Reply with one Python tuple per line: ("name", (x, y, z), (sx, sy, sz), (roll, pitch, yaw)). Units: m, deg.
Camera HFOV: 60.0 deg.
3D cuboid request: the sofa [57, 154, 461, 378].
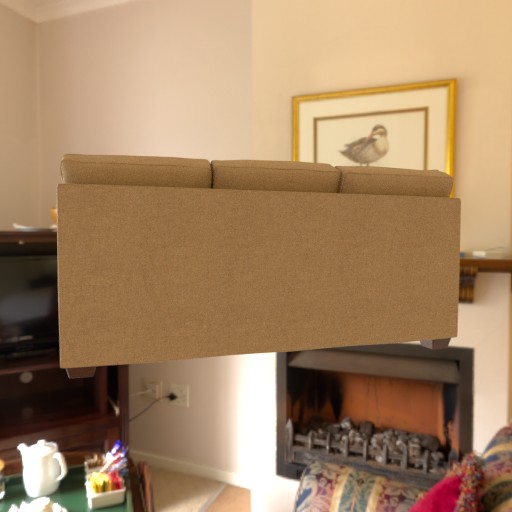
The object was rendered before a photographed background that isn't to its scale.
("sofa", (0.000, 0.000, 2.683), (2.092, 1.036, 1.127), (-1, 2, -18))
